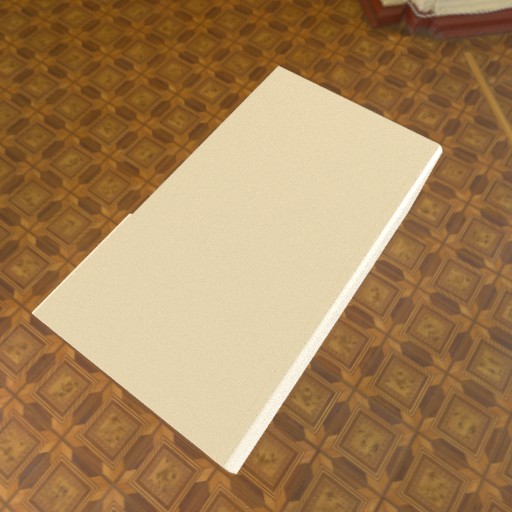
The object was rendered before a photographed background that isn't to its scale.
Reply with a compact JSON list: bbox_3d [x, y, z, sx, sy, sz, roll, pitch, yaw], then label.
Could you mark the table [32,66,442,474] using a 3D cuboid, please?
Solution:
[{"bbox_3d":[0.000,0.000,1.433,0.639,0.442,1.097,32,68,15],"label":"table"}]
